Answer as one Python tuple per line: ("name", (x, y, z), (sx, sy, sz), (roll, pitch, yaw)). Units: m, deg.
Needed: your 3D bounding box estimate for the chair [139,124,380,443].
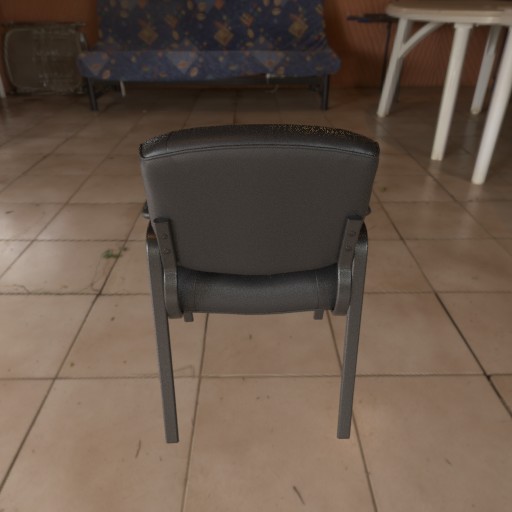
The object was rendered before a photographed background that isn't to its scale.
("chair", (0.000, 0.000, 1.310), (0.591, 0.910, 0.668), (-1, 31, -1))
